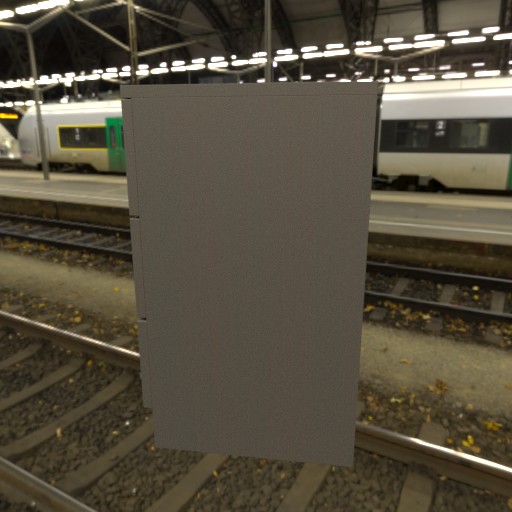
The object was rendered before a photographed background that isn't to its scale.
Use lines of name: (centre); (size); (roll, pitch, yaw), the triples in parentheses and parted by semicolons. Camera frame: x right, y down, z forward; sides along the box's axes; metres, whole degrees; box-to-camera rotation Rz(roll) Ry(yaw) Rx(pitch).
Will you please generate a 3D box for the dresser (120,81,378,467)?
dresser: (0.000, 0.000, 0.829); (0.360, 0.560, 0.400); (2, 15, 8)
